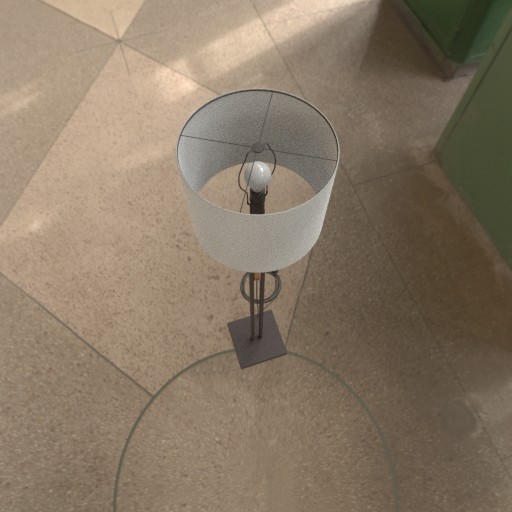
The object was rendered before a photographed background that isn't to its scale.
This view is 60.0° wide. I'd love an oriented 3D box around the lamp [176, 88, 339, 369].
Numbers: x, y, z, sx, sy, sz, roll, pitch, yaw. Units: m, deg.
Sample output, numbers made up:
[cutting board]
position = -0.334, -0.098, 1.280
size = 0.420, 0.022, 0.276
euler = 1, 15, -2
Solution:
[lamp]
position = 0.000, 0.000, 1.888
size = 0.474, 1.650, 0.639
euler = -16, 64, -8
